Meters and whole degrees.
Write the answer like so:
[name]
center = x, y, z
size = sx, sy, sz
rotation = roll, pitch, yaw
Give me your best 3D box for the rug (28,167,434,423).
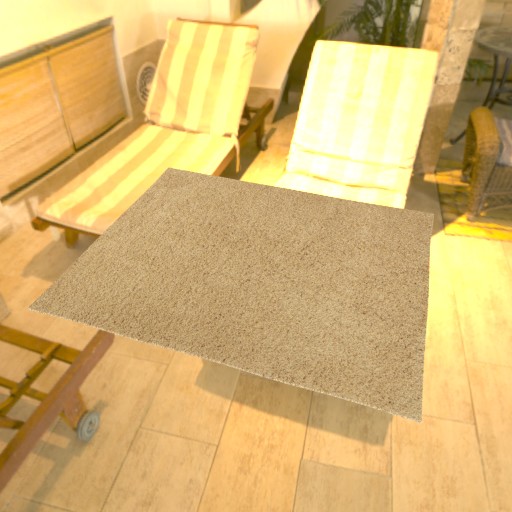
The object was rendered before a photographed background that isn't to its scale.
[rug]
center = 0.000, 0.000, 4.007
size = 3.000, 0.025, 2.400
rotation = 12, 42, 14
